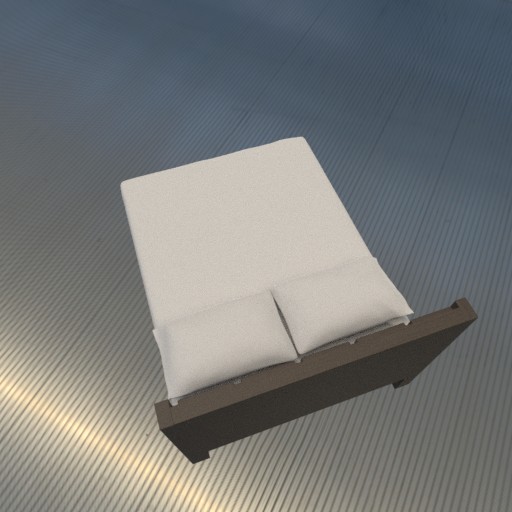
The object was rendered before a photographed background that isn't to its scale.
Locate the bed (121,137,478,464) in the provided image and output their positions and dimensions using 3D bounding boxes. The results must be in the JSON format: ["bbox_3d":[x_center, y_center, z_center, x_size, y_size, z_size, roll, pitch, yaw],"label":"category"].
[{"bbox_3d":[0.000,0.000,3.304,1.727,1.270,2.242,-16,60,-10],"label":"bed"}]
